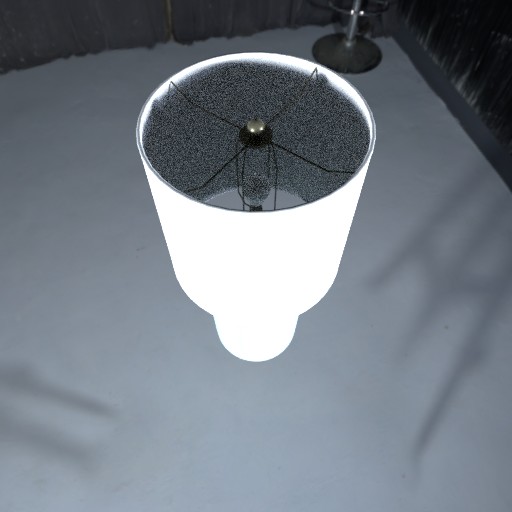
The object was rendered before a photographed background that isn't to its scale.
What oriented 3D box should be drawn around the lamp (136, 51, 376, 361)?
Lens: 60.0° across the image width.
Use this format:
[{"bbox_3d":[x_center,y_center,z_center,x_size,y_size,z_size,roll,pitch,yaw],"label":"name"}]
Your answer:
[{"bbox_3d":[0.000,0.000,1.145,0.418,0.871,0.418,-13,58,-8],"label":"lamp"}]
